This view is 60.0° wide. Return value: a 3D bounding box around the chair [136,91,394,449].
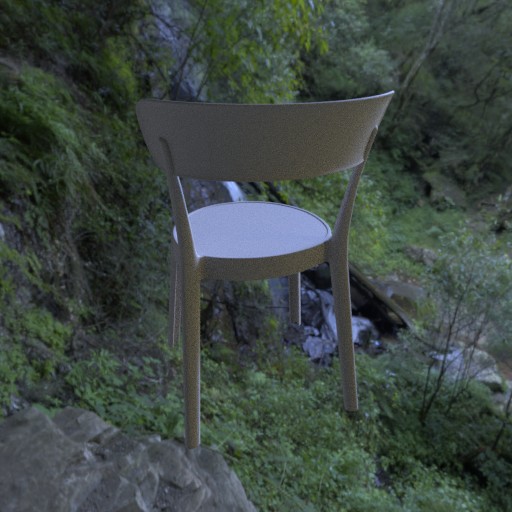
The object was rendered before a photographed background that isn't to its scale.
[{"bbox_3d":[0.000,0.000,1.103,0.506,0.790,0.491,-7,27,-15],"label":"chair"}]
